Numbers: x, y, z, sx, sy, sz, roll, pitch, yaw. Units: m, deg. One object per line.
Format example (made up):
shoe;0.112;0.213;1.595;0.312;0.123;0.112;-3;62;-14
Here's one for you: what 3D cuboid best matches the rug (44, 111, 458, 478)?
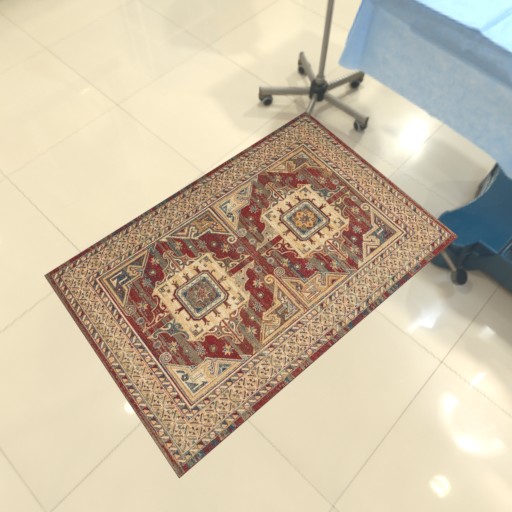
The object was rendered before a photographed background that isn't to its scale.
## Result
rug;0.000;0.000;5.852;4.578;0.033;3.033;-36;67;-18
